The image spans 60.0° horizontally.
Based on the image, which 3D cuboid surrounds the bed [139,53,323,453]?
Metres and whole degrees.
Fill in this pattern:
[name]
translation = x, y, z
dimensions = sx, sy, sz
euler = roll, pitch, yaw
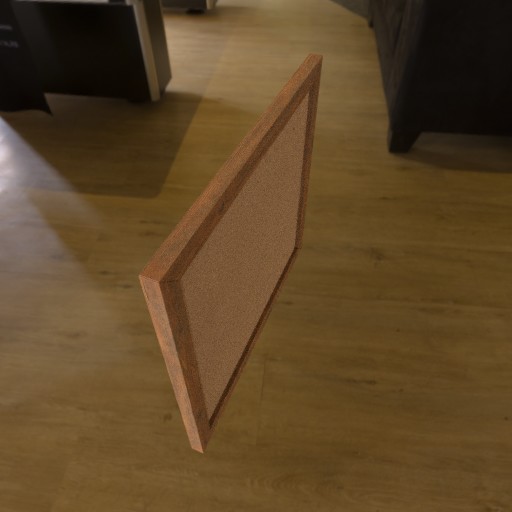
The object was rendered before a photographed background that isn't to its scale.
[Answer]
[bed]
translation = 0.000, 0.000, 1.504
dimensions = 0.046, 0.942, 1.046
euler = 17, 50, 15
